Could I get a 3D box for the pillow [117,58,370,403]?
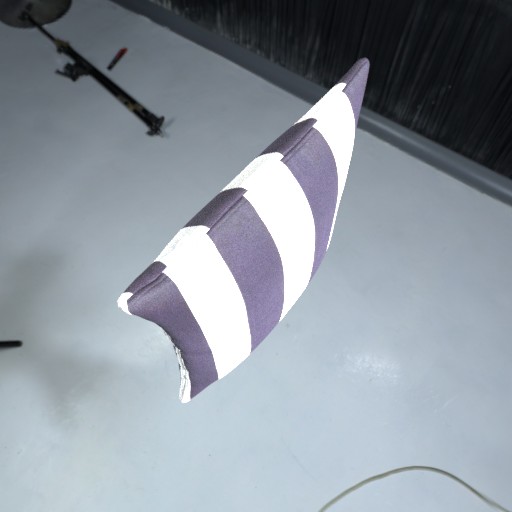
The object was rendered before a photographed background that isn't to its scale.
[{"bbox_3d":[0.000,0.000,0.814,0.189,0.526,0.536,34,67,16],"label":"pillow"}]
